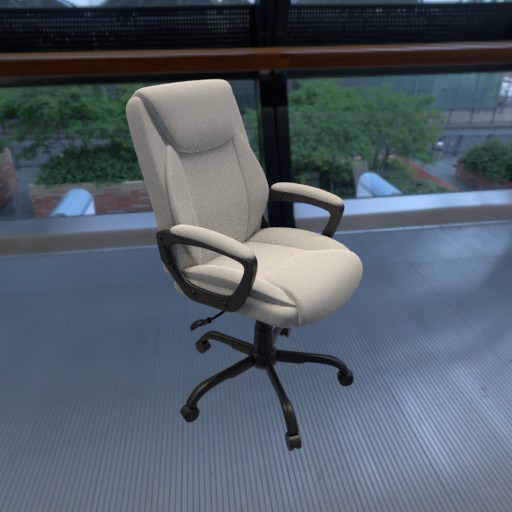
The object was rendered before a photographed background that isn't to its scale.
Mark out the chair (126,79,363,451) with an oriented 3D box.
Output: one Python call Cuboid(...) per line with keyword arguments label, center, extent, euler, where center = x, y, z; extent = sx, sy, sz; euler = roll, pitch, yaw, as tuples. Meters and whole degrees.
Cuboid(label="chair", center=(0.000, 0.000, 1.486), extent=(0.669, 1.065, 0.663), euler=(19, 32, 33))
